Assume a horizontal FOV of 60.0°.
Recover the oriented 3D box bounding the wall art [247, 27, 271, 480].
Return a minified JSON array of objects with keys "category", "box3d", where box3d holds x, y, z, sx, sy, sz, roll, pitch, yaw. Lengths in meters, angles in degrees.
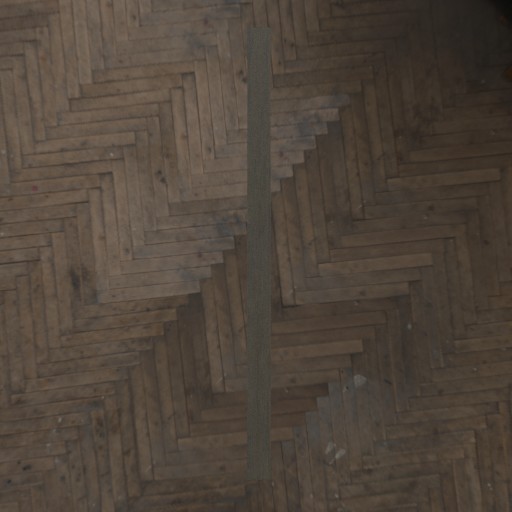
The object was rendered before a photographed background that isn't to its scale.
[{"category":"wall art","box3d":[0.000,0.000,1.120,0.039,0.758,0.758,0,89,-1]}]
